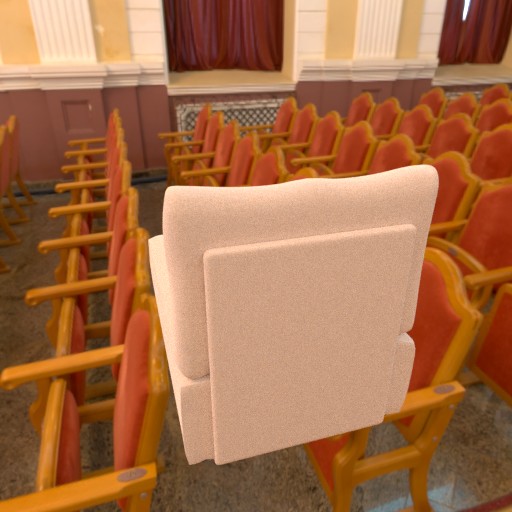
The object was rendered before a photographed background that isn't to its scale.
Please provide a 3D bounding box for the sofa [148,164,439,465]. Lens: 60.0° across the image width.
[{"bbox_3d":[0.000,0.000,1.566,0.700,0.820,1.000,-8,27,-15],"label":"sofa"}]
